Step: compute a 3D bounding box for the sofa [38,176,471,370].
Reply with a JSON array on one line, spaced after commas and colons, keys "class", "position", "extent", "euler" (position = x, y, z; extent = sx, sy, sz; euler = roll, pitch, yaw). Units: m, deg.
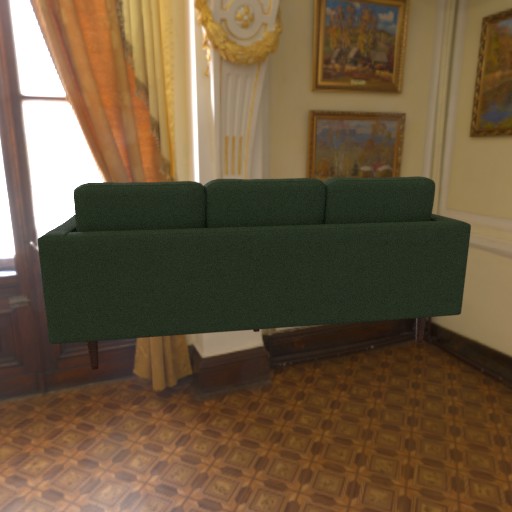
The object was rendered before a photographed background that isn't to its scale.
[{"class": "sofa", "position": [0.000, 0.000, 2.505], "extent": [2.029, 0.899, 0.879], "euler": [-2, 14, -10]}]
